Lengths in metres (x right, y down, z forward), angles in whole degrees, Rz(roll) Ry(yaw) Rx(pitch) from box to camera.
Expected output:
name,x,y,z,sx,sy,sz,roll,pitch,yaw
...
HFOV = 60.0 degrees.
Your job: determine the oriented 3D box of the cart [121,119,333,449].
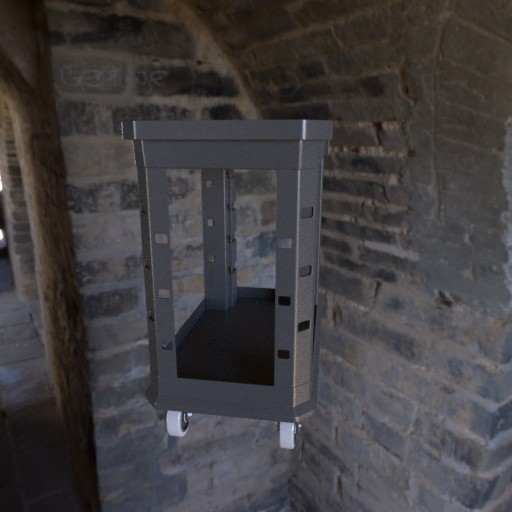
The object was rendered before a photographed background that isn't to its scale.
name,x,y,z,sx,sy,sz,roll,pitch,yaw
cart,0.000,0.000,1.571,0.497,0.884,1.061,2,15,9
